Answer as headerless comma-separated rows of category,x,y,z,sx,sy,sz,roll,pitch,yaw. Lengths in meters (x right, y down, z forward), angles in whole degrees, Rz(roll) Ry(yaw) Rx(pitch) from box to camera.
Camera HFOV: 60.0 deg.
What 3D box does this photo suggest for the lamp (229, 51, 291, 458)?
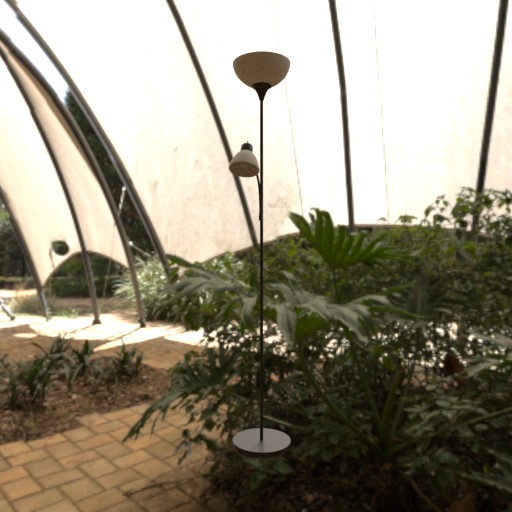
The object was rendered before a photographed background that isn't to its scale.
lamp,0.000,0.000,2.015,0.279,1.804,0.442,0,1,18
